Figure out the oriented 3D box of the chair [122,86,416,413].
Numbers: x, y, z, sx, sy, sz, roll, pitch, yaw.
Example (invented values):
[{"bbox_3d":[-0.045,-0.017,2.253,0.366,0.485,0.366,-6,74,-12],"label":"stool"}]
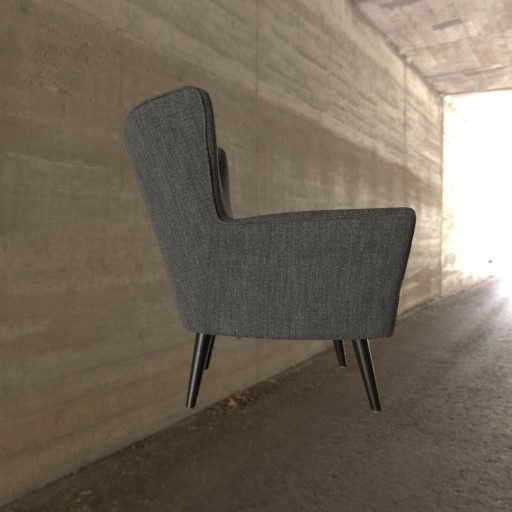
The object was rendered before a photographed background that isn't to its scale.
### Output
[{"bbox_3d":[0.000,0.000,1.571,0.888,0.933,0.781,0,1,-1],"label":"chair"}]
